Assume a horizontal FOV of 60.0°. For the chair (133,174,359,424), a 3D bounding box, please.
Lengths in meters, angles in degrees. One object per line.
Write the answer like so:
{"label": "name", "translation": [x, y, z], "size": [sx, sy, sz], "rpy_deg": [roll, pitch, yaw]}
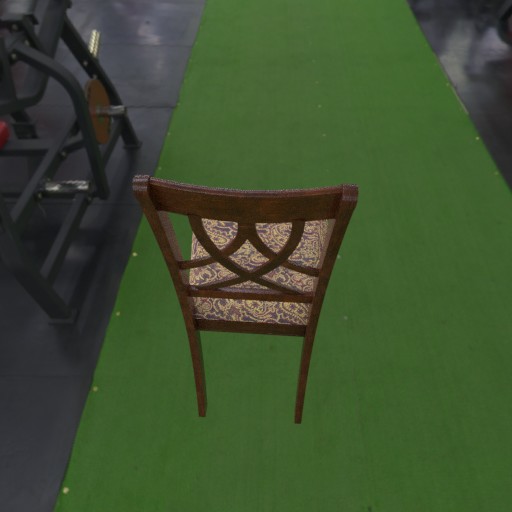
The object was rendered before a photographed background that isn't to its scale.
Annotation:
{"label": "chair", "translation": [0.000, 0.000, 1.299], "size": [0.457, 0.965, 0.584], "rpy_deg": [3, 48, 3]}
